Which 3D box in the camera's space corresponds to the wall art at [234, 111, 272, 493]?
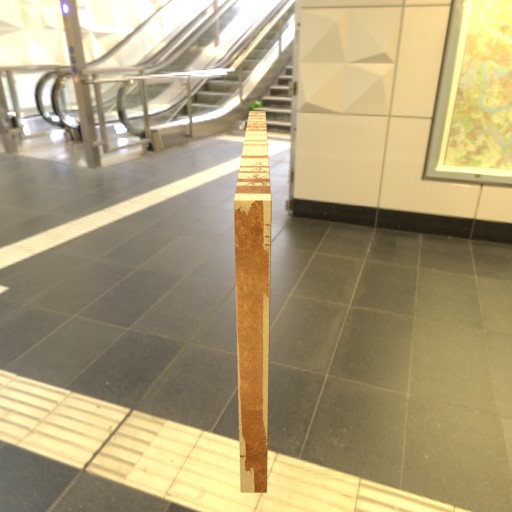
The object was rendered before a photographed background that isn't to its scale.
[{"bbox_3d":[0.000,0.000,0.775,0.035,0.405,0.609,0,25,1],"label":"wall art"}]
